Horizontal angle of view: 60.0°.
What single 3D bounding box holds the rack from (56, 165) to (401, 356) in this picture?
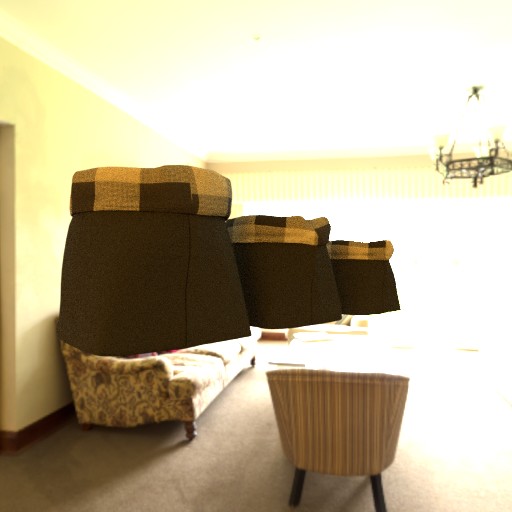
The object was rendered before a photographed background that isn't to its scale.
[{"bbox_3d":[0.000,0.000,1.083,0.889,0.329,0.370,-1,1,-38],"label":"rack"}]
